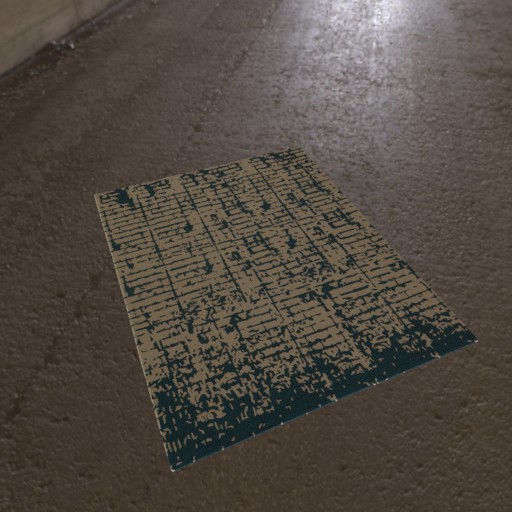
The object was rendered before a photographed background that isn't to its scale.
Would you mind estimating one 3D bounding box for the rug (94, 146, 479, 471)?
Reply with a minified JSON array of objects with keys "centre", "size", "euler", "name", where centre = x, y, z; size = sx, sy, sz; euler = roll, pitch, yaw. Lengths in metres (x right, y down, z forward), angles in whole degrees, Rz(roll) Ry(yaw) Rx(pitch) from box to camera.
[{"centre":[0.000,0.000,4.027],"size":[2.416,0.014,3.017],"euler":[-17,48,-16],"name":"rug"}]
